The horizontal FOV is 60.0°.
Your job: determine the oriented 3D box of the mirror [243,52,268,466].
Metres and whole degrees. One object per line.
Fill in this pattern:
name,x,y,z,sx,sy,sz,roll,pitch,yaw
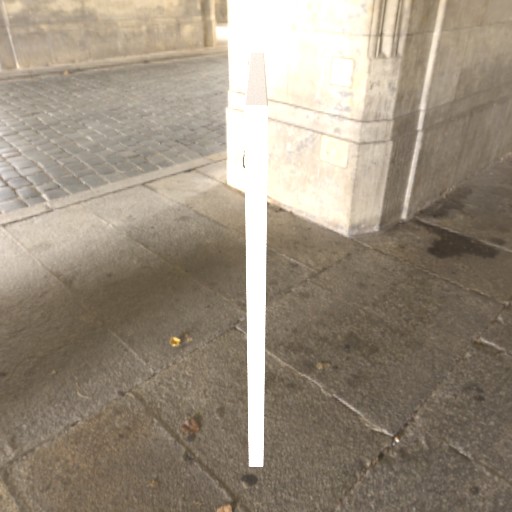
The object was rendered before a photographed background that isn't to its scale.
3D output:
mirror,0.000,0.000,1.175,0.041,0.915,0.609,0,32,0
